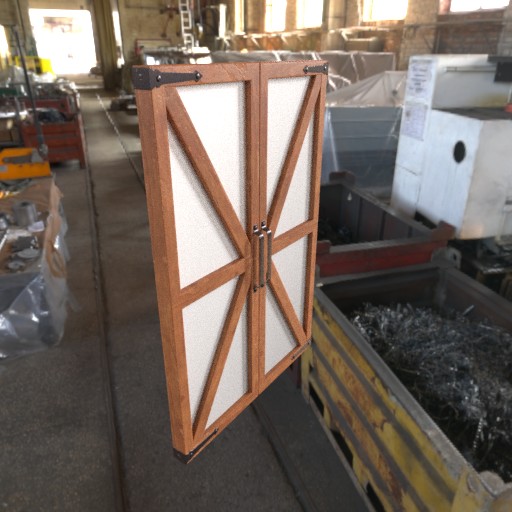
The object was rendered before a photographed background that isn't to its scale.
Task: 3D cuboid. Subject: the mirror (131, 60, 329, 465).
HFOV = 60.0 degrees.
[{"bbox_3d":[0.000,0.000,0.950,0.053,0.761,0.517,17,30,33],"label":"mirror"}]
